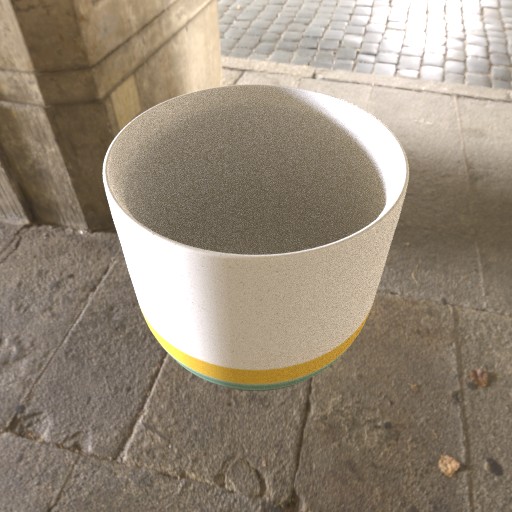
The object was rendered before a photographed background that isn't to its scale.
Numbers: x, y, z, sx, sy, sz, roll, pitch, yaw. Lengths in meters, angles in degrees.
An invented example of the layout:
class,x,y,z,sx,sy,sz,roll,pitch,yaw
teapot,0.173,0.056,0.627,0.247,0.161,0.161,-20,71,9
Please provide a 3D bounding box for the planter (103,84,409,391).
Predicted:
class,x,y,z,sx,sy,sz,roll,pitch,yaw
planter,0.000,0.000,0.491,0.268,0.270,0.268,0,46,0
